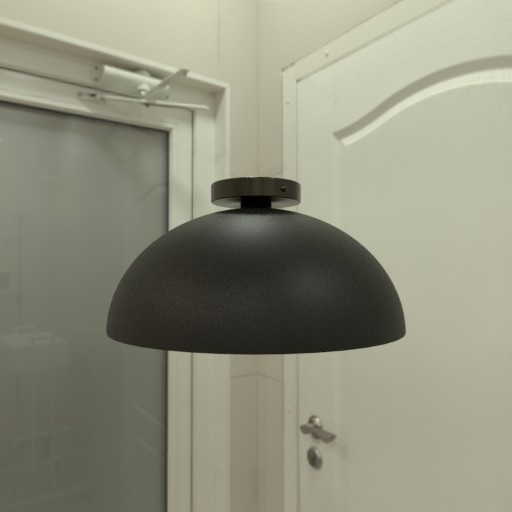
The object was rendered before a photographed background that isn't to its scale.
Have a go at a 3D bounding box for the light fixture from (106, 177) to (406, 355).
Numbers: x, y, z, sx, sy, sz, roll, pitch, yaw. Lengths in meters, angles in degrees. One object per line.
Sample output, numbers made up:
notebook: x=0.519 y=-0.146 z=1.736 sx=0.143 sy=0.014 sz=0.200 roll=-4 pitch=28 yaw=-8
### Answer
light fixture: x=0.000 y=0.000 z=0.556 sx=0.355 sy=0.177 sz=0.355 roll=0 pitch=-2 yaw=0
